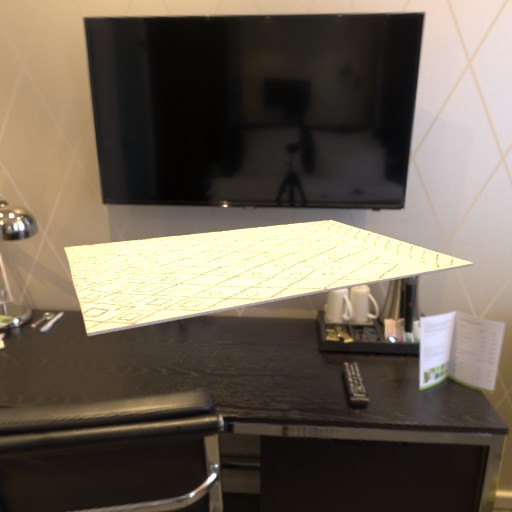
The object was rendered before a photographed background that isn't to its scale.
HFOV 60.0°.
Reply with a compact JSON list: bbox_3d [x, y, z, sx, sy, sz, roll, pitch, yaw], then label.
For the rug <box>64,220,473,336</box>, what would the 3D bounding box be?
[{"bbox_3d":[0.000,0.000,2.365,1.828,0.015,1.222,-8,18,-25],"label":"rug"}]
